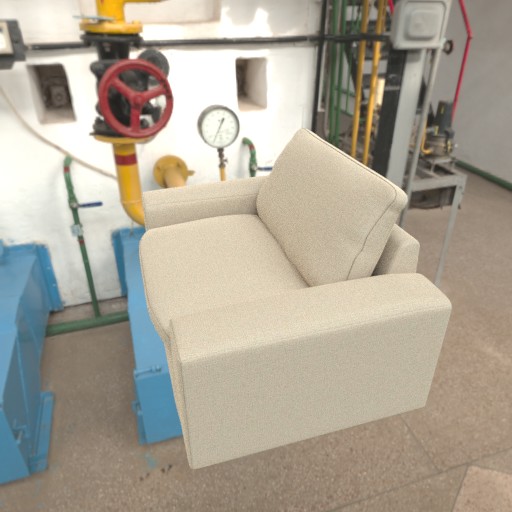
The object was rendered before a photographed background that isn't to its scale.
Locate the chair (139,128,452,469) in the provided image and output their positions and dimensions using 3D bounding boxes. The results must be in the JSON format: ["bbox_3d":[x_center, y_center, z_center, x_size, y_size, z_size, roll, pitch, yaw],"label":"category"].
[{"bbox_3d":[0.000,0.000,2.060,1.039,0.915,1.398,-9,31,-15],"label":"chair"}]
